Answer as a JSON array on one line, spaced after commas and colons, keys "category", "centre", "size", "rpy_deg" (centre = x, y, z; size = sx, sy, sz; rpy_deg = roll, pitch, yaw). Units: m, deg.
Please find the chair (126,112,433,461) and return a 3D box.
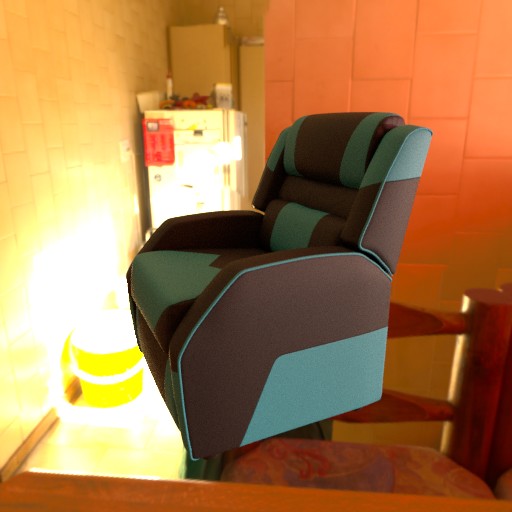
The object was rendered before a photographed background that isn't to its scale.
[{"category": "chair", "centre": [0.000, 0.000, 1.296], "size": [0.672, 0.805, 0.620], "rpy_deg": [-8, 18, -25]}]
